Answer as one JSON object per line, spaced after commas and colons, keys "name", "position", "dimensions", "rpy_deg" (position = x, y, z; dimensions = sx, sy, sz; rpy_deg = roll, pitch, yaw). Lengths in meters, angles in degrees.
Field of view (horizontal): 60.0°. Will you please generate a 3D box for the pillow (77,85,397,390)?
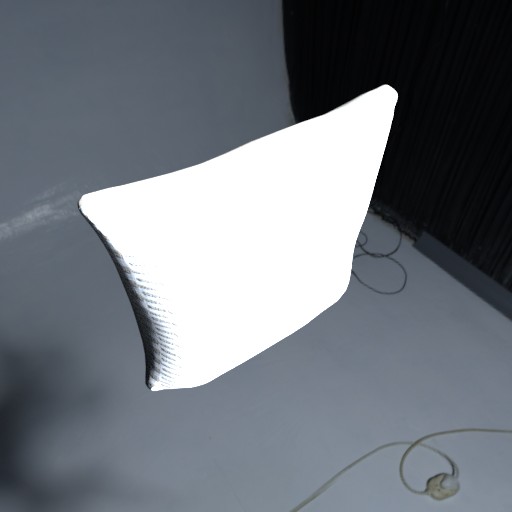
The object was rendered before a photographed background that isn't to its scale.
{"name": "pillow", "position": [0.000, 0.000, 0.774], "dimensions": [0.496, 0.491, 0.219], "rpy_deg": [-27, 53, -22]}
